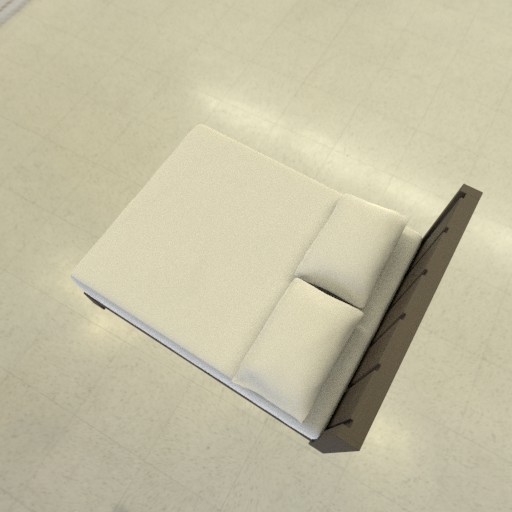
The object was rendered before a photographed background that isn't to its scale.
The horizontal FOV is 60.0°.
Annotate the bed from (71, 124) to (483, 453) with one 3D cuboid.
[{"bbox_3d":[0.000,0.000,3.264,2.242,1.270,1.727,29,69,13],"label":"bed"}]
